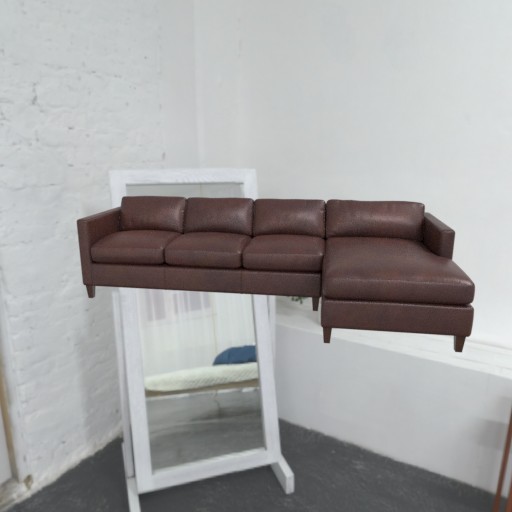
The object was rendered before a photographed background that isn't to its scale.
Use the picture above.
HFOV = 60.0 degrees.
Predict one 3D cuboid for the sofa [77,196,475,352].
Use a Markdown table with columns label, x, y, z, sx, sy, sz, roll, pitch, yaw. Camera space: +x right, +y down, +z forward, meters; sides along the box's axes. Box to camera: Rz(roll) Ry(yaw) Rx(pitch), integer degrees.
| label | x | y | z | sx | sy | sz | roll | pitch | yaw |
| --- | --- | --- | --- | --- | --- | --- | --- | --- | --- |
| sofa | 0.000 | 0.000 | 3.897 | 3.203 | 0.883 | 1.581 | 2 | 15 | 9 |
